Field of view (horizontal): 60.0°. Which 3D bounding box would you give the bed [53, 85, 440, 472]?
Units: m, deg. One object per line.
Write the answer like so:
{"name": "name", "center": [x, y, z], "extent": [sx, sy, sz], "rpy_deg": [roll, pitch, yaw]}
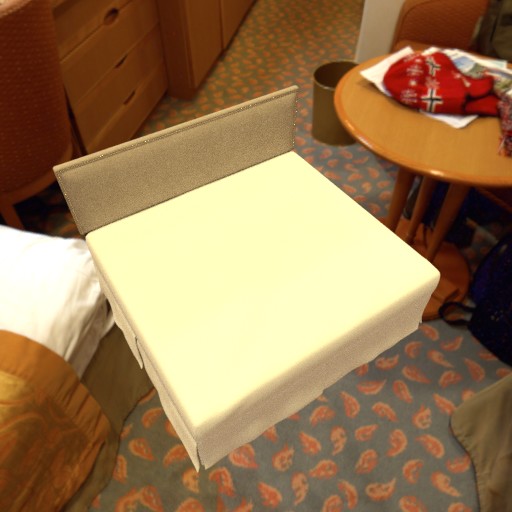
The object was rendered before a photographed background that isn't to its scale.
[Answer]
{"name": "bed", "center": [0.000, 0.000, 3.381], "extent": [2.170, 1.346, 1.914], "rpy_deg": [-26, 53, -22]}
